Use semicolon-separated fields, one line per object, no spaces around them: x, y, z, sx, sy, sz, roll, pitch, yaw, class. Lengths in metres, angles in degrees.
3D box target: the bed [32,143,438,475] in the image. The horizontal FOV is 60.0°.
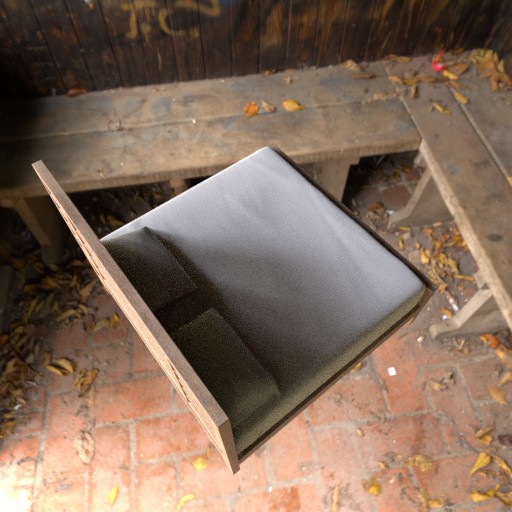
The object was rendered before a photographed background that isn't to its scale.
0.000;0.000;3.399;2.032;1.626;2.032;-33;63;-20;bed
